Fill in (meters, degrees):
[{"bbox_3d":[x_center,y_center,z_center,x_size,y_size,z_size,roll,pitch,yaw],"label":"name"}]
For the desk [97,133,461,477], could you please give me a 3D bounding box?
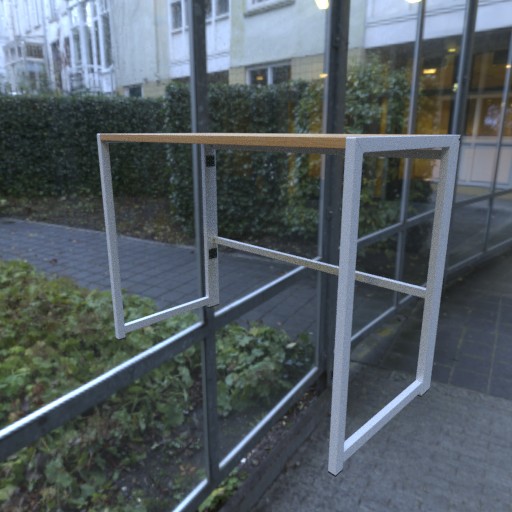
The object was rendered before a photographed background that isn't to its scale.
[{"bbox_3d":[0.000,0.000,1.437,1.016,0.762,0.508,15,22,42],"label":"desk"}]
